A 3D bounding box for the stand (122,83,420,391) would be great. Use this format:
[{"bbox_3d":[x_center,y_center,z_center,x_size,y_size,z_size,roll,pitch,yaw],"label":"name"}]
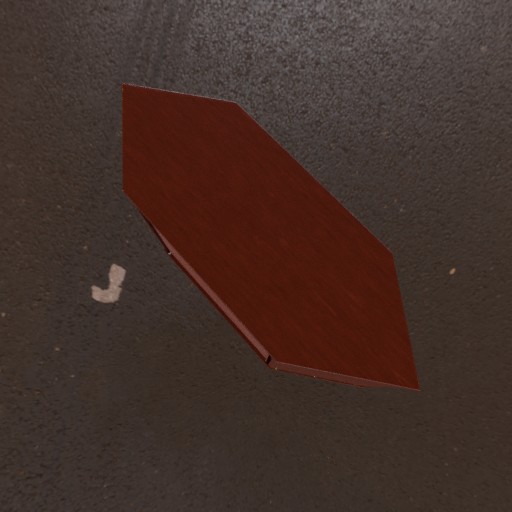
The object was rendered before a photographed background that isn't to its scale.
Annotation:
[{"bbox_3d":[0.000,0.000,1.376,0.381,0.614,1.072,-41,78,-11],"label":"stand"}]
